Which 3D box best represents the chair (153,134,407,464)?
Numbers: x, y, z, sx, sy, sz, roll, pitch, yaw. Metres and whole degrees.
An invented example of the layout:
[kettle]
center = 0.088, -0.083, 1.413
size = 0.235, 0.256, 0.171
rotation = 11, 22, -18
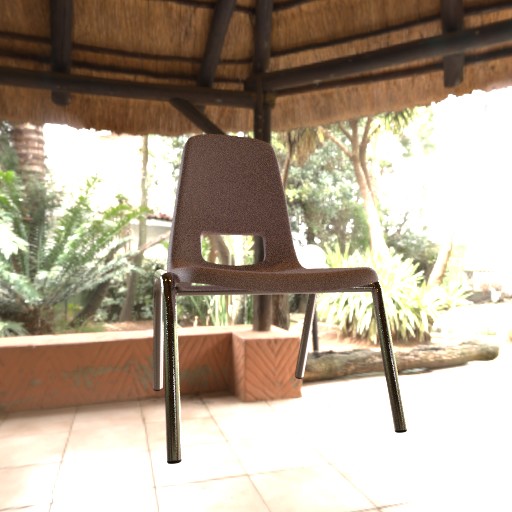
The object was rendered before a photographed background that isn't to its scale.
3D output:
[chair]
center = 0.000, 0.000, 0.790
size = 0.354, 0.536, 0.385
rotation = 0, -1, -18
